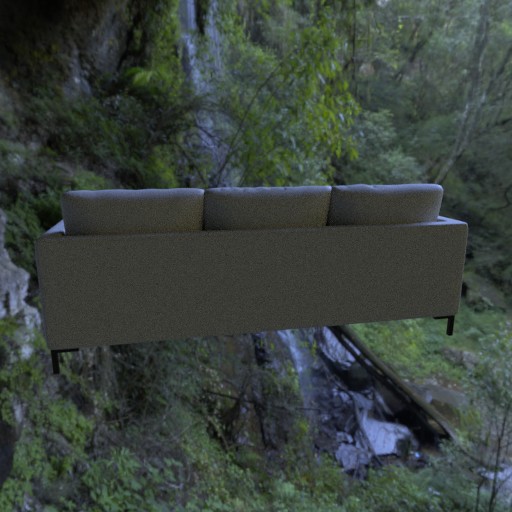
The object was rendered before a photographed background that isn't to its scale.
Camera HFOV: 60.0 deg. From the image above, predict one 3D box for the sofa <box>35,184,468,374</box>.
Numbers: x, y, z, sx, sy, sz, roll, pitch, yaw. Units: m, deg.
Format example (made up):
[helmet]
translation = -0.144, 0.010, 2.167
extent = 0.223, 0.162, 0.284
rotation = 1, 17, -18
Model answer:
[sofa]
translation = 0.000, 0.000, 2.652
extent = 2.218, 0.874, 0.859
rotation = -3, 14, -12
